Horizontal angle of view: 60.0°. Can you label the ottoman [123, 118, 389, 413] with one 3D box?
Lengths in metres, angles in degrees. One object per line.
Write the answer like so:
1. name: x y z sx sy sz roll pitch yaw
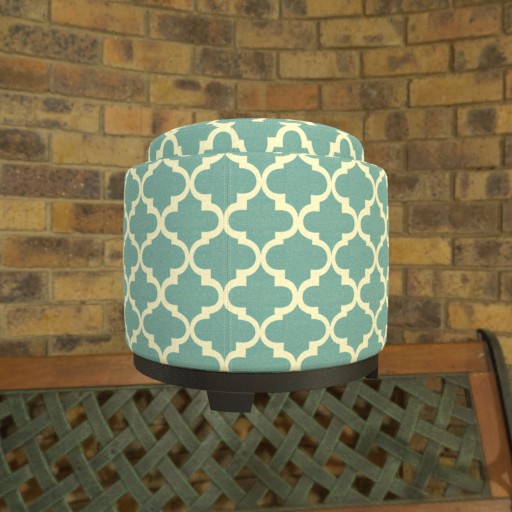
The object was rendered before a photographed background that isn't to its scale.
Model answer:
1. ottoman: 0.000 0.000 0.836 0.480 0.429 0.480 0 1 0
